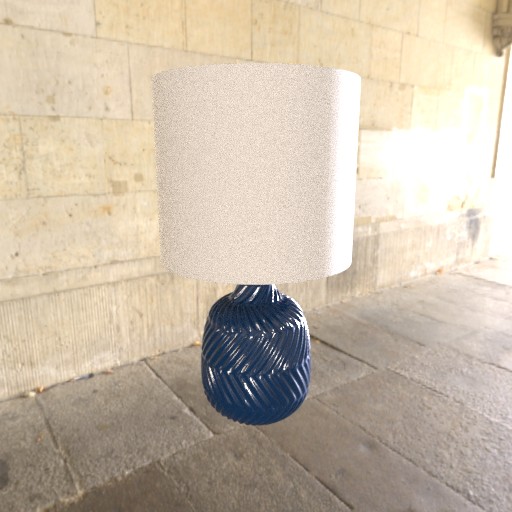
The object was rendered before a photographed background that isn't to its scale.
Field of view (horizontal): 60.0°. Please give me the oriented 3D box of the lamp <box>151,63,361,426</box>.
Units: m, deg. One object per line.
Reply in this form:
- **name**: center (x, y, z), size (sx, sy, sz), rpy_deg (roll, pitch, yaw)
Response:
- **lamp**: center (0.000, 0.000, 0.483), size (0.203, 0.368, 0.203), rpy_deg (2, 14, 10)
